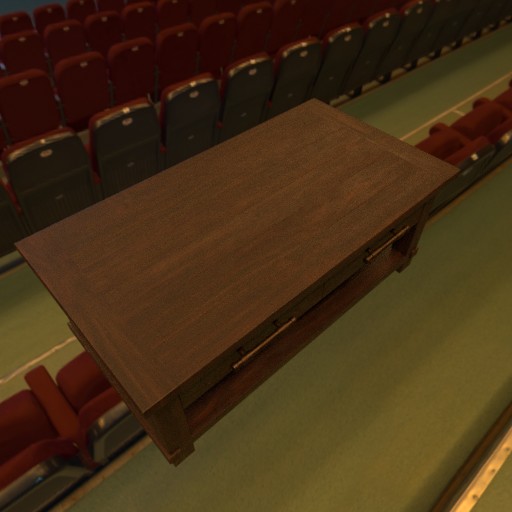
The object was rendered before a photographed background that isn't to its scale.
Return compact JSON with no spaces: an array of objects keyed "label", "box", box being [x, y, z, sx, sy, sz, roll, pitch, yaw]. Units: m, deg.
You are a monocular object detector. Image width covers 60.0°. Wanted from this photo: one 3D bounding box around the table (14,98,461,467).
[{"label":"table","box":[0.000,0.000,1.571,1.270,0.494,0.700,-34,55,-27]}]
